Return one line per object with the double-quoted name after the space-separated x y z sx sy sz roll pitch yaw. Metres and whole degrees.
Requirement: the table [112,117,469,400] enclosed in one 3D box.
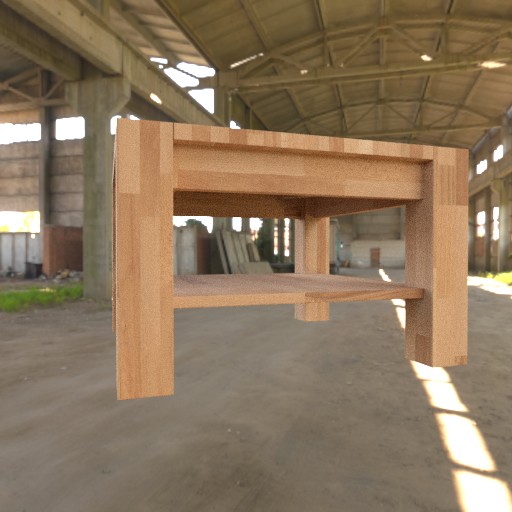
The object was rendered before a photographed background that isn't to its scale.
0.000 0.000 1.146 0.700 0.451 0.700 0 1 -19 "table"
